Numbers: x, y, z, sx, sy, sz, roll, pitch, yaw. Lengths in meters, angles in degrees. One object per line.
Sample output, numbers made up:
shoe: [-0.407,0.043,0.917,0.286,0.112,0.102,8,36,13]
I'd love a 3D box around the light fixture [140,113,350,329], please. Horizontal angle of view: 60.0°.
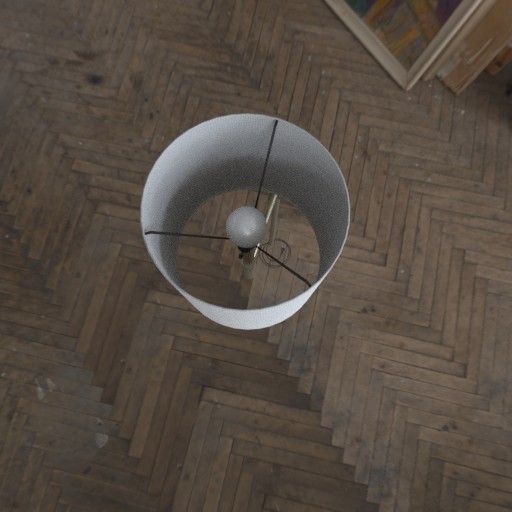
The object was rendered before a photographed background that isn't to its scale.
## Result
light fixture: [0.000,0.000,0.689,0.188,0.589,0.248,18,77,5]
